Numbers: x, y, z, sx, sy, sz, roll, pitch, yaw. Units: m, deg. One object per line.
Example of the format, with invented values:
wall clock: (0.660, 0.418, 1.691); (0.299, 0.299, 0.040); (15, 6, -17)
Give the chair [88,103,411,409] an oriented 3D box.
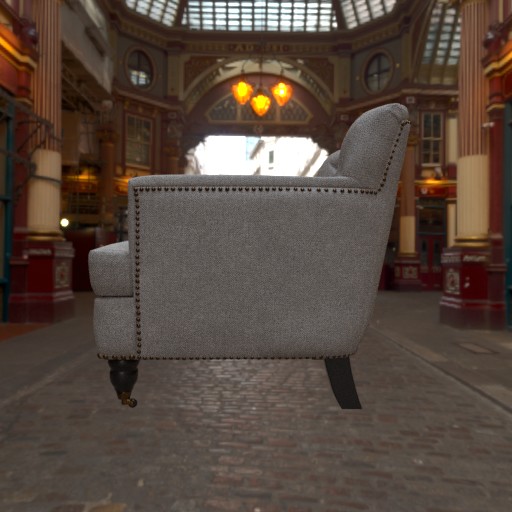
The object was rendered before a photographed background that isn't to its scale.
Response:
chair: (0.000, 0.000, 1.493); (0.902, 0.823, 0.737); (0, 0, -1)
